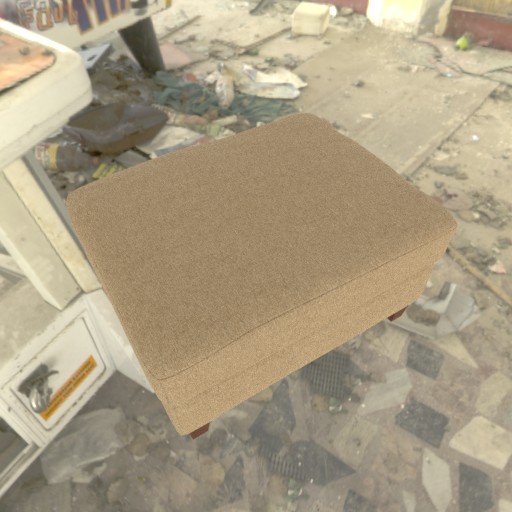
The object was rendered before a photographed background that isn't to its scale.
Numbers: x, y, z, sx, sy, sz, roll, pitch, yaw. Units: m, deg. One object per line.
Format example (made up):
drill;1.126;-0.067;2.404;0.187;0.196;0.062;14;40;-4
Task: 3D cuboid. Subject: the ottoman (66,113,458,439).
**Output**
ottoman;0.000;0.000;1.351;0.889;0.511;0.692;-25;52;-21
